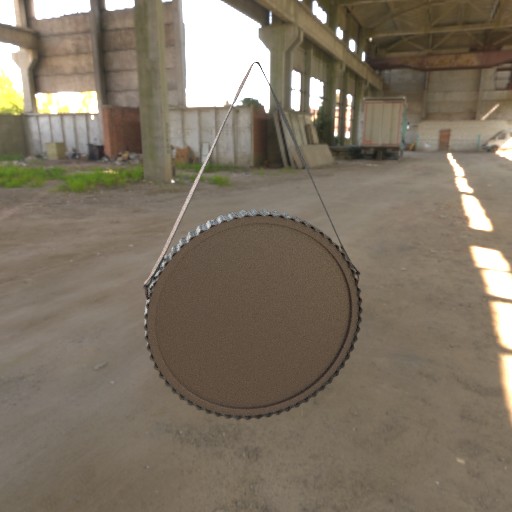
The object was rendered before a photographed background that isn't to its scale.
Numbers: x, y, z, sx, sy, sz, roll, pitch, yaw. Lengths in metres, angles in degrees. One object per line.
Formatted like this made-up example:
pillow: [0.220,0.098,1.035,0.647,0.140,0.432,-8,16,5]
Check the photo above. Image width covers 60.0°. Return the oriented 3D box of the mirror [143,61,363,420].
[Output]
mirror: [0.000,0.000,0.698,0.355,0.568,0.042,-3,16,-11]
